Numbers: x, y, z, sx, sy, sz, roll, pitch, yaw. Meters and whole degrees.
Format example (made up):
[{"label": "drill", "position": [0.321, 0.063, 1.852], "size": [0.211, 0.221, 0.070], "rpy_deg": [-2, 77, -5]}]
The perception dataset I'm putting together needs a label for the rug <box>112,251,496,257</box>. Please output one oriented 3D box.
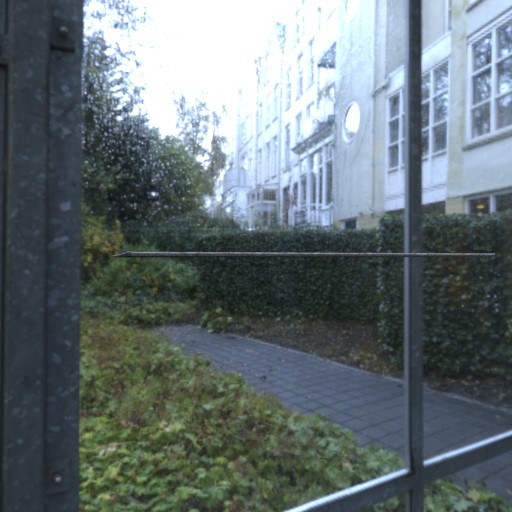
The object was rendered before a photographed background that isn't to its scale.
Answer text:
[{"label": "rug", "position": [0.000, 0.000, 4.064], "size": [2.449, 0.025, 3.049], "rpy_deg": [0, 0, -19]}]
